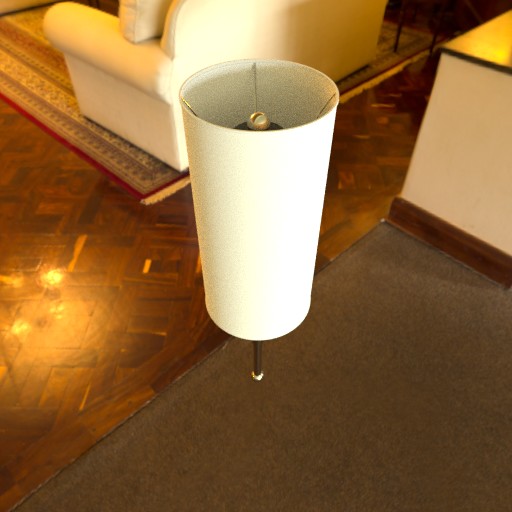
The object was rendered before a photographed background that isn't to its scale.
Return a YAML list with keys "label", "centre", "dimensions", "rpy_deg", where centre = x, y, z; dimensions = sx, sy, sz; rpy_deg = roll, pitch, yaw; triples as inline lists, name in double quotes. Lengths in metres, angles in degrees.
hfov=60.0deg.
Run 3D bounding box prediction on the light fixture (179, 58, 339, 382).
- label: "light fixture"
  centre: [0.000, 0.000, 0.549]
  dimensions: [0.128, 0.462, 0.208]
  rpy_deg: [-2, 46, -2]
